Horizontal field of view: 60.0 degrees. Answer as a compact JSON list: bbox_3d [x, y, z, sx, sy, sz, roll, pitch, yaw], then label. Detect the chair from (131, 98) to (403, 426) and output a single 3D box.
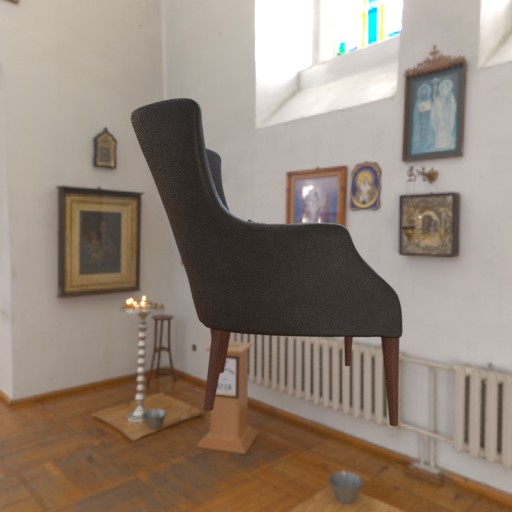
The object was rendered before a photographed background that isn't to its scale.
[{"bbox_3d":[0.000,0.000,1.775,0.954,1.068,0.819,0,1,0],"label":"chair"}]
